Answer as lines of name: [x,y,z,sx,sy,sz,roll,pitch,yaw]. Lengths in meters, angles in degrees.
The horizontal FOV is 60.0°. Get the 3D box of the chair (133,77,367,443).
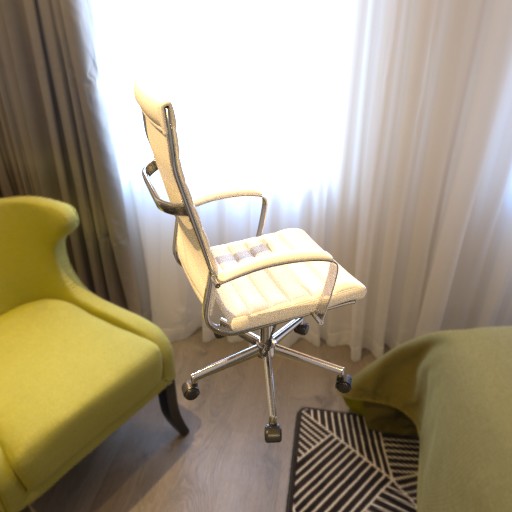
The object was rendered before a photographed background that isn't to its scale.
chair: [0.000,0.000,1.551,0.679,1.149,0.679,-11,31,-19]
